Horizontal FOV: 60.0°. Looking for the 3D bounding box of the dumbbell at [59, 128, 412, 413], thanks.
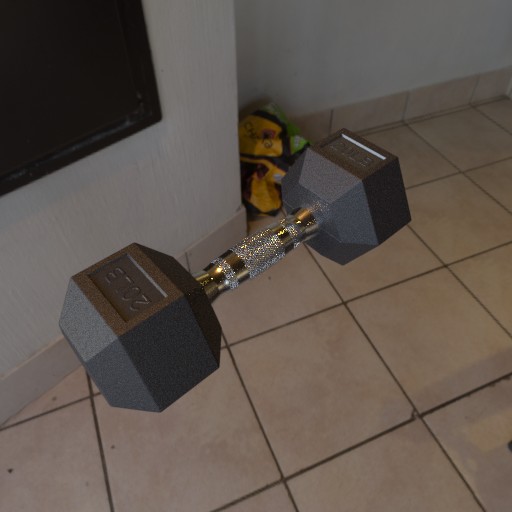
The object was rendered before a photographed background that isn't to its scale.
[{"bbox_3d":[0.000,0.000,0.325,0.272,0.092,0.106,-33,56,-26],"label":"dumbbell"}]
